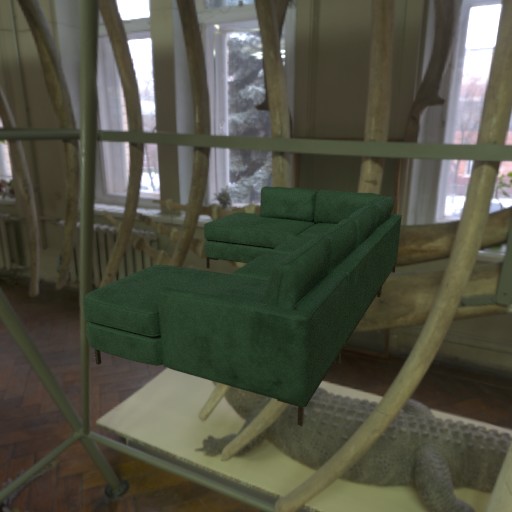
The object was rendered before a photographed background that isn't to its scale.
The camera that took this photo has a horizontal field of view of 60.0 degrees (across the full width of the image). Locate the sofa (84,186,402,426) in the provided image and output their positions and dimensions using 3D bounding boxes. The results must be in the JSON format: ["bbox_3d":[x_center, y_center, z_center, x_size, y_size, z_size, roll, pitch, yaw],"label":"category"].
[{"bbox_3d":[0.000,0.000,3.839,1.992,0.861,2.994,8,18,25],"label":"sofa"}]
